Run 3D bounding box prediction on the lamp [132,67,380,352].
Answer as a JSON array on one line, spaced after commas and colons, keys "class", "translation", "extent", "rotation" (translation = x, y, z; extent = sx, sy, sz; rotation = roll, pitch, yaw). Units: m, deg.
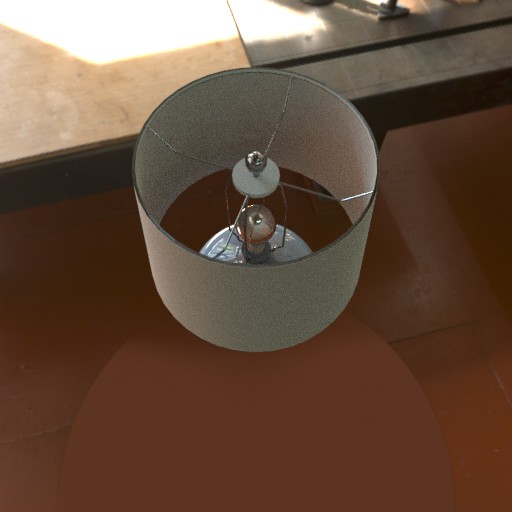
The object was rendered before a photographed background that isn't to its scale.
[{"class": "lamp", "translation": [0.000, 0.000, 0.542], "extent": [0.247, 0.387, 0.247], "rotation": [0, 64, 0]}]
